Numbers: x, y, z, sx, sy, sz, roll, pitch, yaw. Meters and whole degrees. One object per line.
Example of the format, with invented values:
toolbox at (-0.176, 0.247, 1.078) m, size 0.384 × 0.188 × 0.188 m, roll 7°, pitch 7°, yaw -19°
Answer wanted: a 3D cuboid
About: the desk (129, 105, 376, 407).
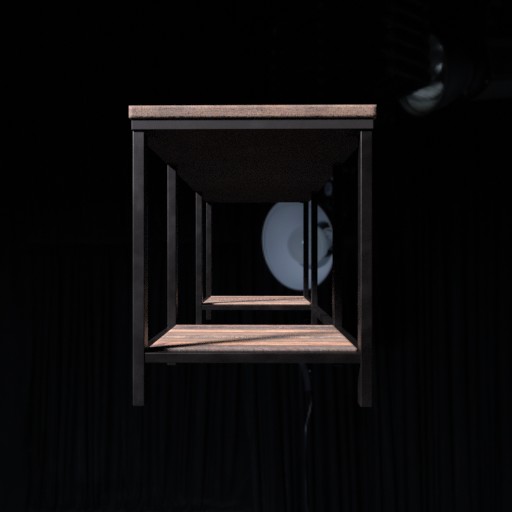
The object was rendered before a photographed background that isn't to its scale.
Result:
desk at (0.000, 0.000, 1.874) m, size 0.617 × 0.753 × 1.538 m, roll 0°, pitch 0°, yaw 1°
